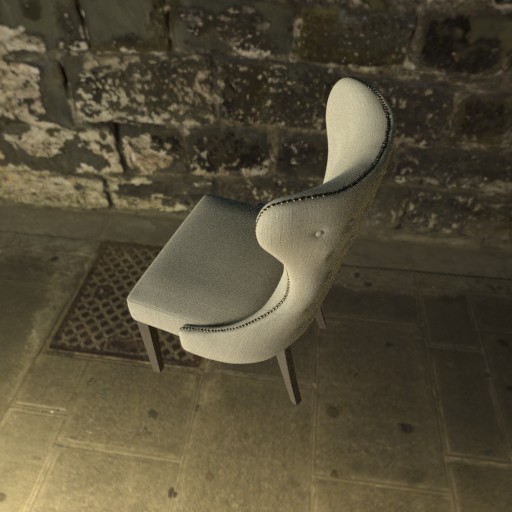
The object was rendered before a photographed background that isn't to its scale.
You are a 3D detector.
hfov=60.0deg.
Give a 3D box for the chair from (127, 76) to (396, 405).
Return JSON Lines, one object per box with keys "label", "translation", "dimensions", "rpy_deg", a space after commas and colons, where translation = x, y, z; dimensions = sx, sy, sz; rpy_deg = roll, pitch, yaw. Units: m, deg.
{"label": "chair", "translation": [0.000, 0.000, 1.375], "dimensions": [0.635, 0.967, 0.628], "rpy_deg": [16, 49, 15]}
